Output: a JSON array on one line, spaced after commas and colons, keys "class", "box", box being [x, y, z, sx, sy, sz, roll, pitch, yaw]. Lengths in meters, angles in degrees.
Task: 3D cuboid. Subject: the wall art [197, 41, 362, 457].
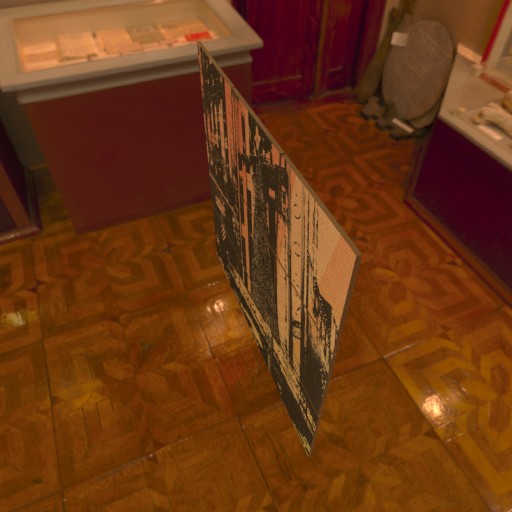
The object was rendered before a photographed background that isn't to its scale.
[{"class": "wall art", "box": [0.000, 0.000, 1.338, 0.010, 0.917, 0.919, -16, 49, -14]}]
